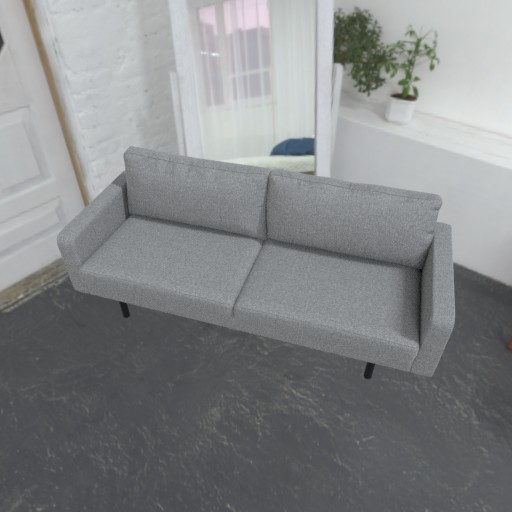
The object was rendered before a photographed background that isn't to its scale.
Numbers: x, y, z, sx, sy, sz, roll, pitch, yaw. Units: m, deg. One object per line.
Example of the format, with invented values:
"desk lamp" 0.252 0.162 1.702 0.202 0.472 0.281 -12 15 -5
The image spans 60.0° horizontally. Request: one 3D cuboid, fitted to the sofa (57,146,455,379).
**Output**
"sofa" 0.000 0.000 2.719 2.200 0.880 0.880 11 42 13
